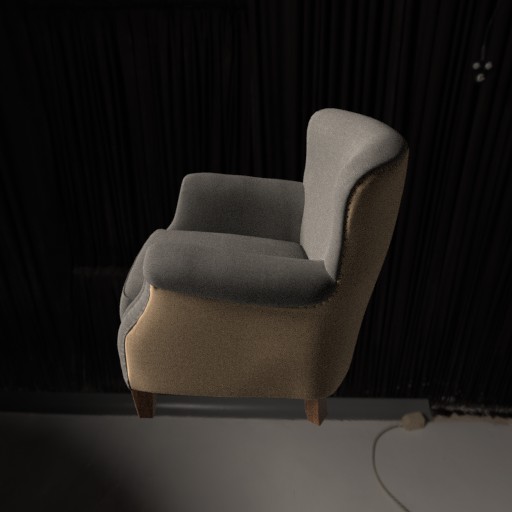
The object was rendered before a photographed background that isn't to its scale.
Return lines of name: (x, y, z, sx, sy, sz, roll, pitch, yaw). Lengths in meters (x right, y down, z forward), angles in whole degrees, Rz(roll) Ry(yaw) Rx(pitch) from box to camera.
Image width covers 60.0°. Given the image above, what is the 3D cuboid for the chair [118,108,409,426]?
chair: (0.000, 0.000, 1.618, 0.921, 0.936, 0.861, 0, 27, 1)
